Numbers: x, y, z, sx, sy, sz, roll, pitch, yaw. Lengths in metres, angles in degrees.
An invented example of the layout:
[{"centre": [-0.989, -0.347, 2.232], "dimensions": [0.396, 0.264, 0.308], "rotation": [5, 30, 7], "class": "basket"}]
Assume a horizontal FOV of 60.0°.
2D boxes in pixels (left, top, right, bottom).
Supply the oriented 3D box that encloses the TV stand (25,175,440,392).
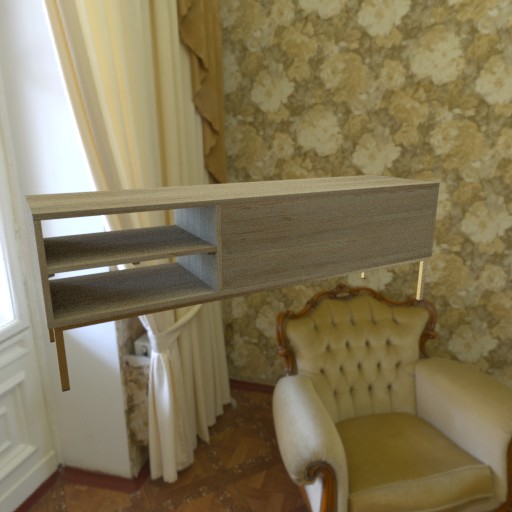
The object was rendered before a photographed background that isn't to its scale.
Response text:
[{"centre": [0.000, 0.000, 1.807], "dimensions": [1.600, 0.550, 0.420], "rotation": [-8, 18, -28], "class": "TV stand"}]
